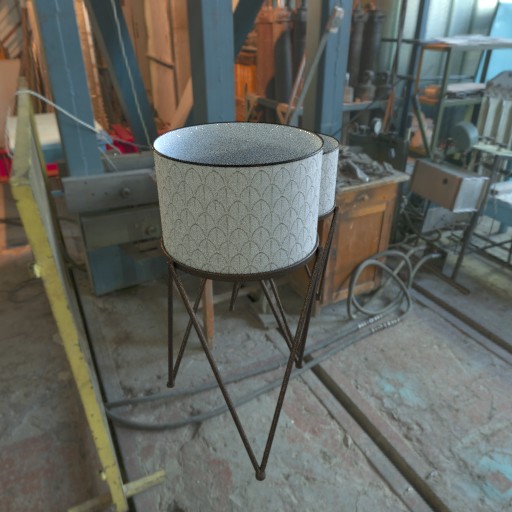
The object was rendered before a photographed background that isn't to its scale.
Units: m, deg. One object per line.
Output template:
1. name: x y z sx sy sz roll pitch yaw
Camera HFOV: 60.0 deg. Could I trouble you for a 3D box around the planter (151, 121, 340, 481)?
1. planter: 0.000 0.000 1.187 0.413 0.712 0.769 9 30 16
